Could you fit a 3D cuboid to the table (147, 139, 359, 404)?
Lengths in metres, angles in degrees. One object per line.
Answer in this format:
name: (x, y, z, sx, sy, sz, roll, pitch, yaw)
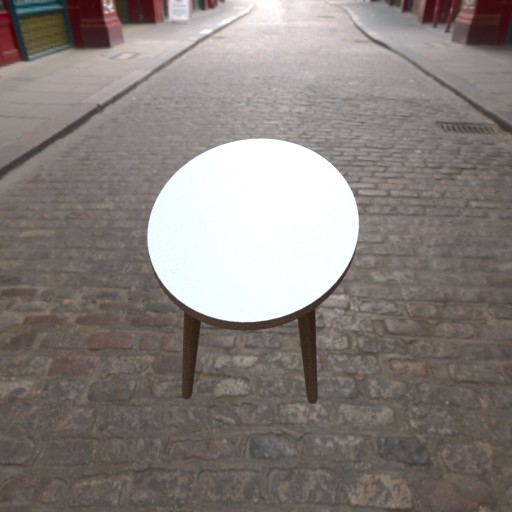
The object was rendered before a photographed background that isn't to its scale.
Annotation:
table: (0.000, 0.000, 1.329, 0.542, 0.390, 1.083, 1, 31, 2)
